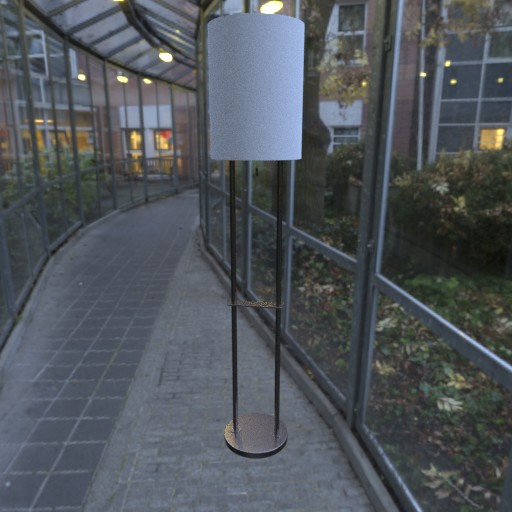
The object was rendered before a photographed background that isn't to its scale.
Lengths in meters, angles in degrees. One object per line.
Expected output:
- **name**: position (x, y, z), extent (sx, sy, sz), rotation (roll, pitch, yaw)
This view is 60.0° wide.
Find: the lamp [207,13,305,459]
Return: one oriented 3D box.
- **lamp**: position (0.000, 0.000, 1.588), extent (0.306, 1.500, 0.305), rotation (3, 15, 10)
